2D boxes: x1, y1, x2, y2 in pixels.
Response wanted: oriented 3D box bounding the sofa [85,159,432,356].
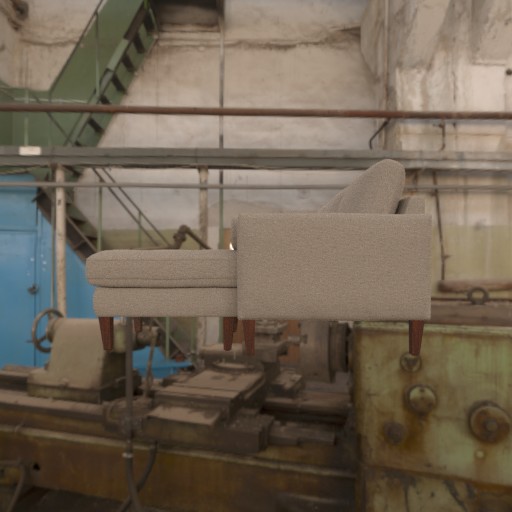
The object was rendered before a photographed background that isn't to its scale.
[{"bbox_3d":[0.000,0.000,2.957,1.506,0.875,2.178,0,0,0],"label":"sofa"}]
